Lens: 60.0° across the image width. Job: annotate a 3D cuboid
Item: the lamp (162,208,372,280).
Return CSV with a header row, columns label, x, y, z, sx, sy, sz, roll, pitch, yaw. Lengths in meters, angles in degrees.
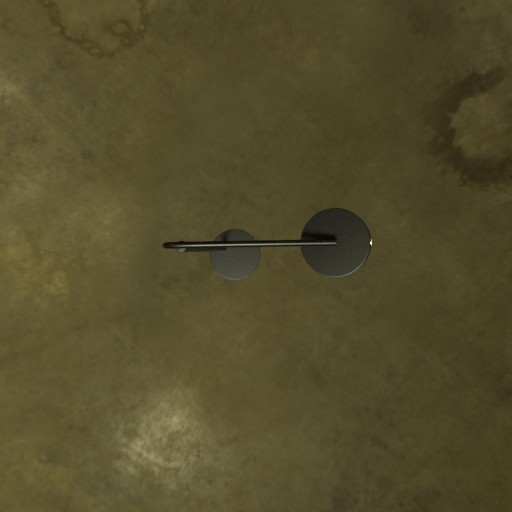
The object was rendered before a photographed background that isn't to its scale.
label,x,y,z,sx,sy,sz,roll,pitch,yaw
lamp,0.000,0.000,1.342,0.418,1.230,0.219,0,91,1
